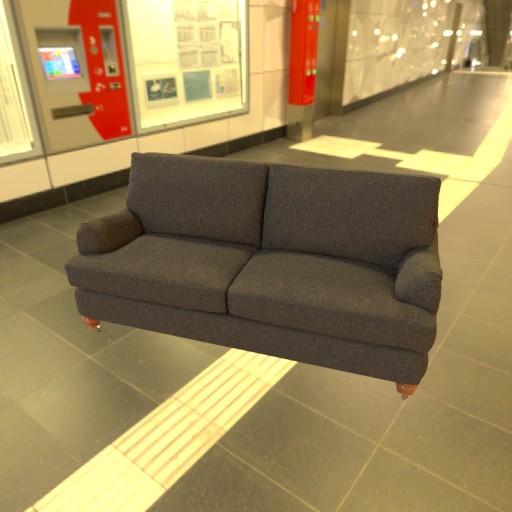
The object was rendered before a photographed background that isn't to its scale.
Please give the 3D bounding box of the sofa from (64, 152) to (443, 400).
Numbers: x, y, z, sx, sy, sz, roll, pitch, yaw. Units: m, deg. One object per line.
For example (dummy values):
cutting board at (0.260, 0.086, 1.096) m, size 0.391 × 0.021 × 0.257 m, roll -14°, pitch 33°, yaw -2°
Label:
sofa at (0.000, 0.000, 2.816) m, size 2.160 × 1.054 × 1.087 m, roll 8°, pitch 28°, yaw 16°
